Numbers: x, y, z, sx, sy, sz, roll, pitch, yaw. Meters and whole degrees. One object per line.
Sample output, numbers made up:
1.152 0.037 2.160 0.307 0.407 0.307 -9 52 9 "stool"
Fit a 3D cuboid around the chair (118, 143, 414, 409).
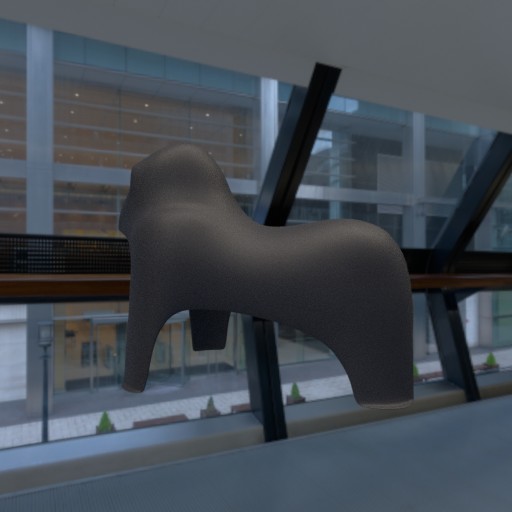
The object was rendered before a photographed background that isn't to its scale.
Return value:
0.000 0.000 1.137 0.758 0.600 0.490 0 0 17 "chair"
